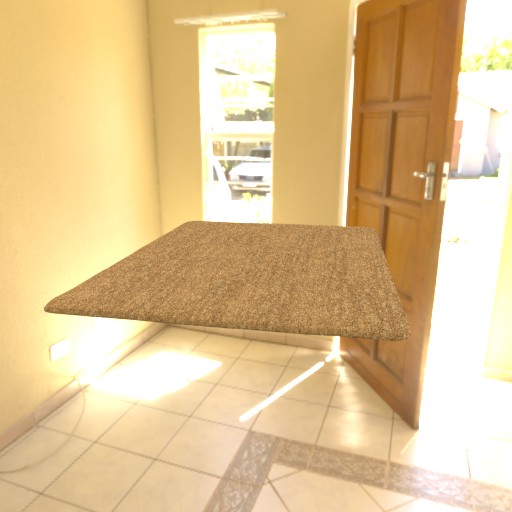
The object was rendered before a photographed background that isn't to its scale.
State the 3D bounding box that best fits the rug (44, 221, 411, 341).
[{"bbox_3d":[0.000,0.000,3.893,2.242,0.050,2.873,3,16,10],"label":"rug"}]
